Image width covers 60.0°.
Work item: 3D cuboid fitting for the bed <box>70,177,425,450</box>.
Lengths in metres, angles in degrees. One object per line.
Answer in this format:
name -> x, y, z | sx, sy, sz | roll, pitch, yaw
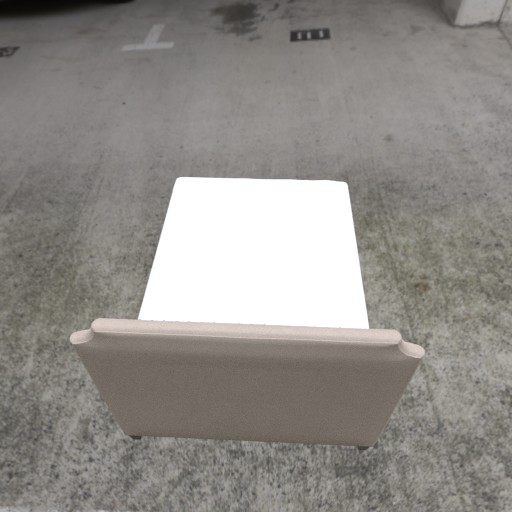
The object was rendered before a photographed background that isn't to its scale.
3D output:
bed -> 0.000, 0.000, 3.330 | 1.713, 1.443, 2.372 | 2, 47, 2
